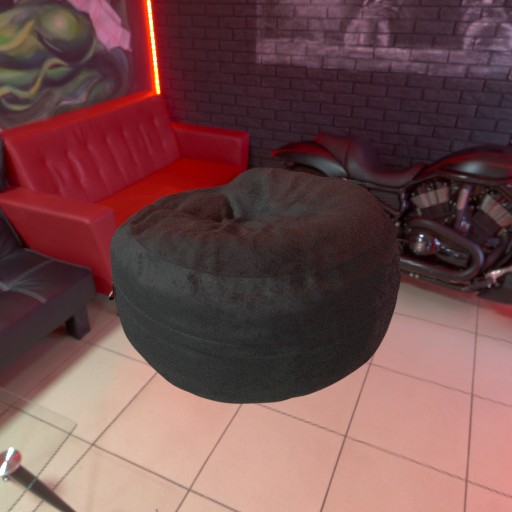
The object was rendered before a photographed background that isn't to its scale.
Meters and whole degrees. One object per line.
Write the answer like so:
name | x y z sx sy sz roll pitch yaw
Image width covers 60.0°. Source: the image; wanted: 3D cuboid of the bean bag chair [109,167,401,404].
bean bag chair | 0.000 0.000 2.409 1.525 0.751 1.525 0 30 0
